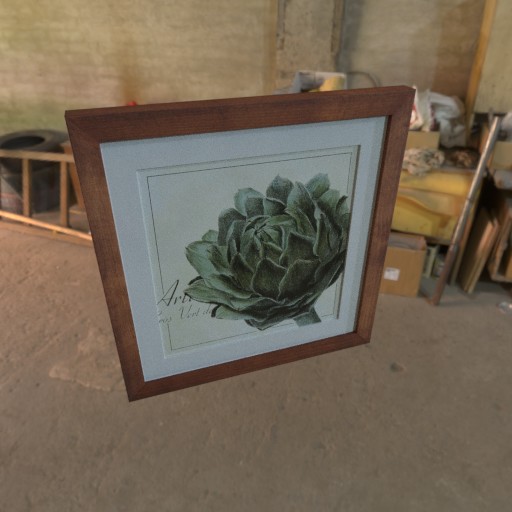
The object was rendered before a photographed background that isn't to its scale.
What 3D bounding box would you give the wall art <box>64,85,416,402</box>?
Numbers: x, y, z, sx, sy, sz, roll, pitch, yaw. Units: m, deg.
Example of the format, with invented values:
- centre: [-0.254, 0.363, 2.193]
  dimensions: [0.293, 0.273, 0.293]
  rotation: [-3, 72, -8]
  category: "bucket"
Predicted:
- centre: [0.000, 0.000, 0.835]
  dimensions: [0.554, 0.572, 0.037]
  rotation: [-10, 33, -15]
  category: "wall art"
